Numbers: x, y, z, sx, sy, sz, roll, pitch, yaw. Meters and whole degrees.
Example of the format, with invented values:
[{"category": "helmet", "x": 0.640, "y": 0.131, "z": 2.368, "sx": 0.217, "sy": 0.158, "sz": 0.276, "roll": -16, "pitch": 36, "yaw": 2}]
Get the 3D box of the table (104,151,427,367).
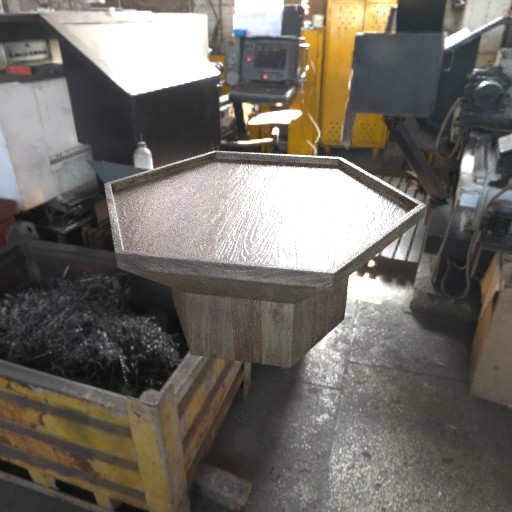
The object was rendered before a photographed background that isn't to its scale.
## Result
[{"category": "table", "x": 0.000, "y": 0.000, "z": 1.630, "sx": 0.966, "sy": 0.488, "sz": 1.115, "roll": -10, "pitch": 31, "yaw": -17}]
